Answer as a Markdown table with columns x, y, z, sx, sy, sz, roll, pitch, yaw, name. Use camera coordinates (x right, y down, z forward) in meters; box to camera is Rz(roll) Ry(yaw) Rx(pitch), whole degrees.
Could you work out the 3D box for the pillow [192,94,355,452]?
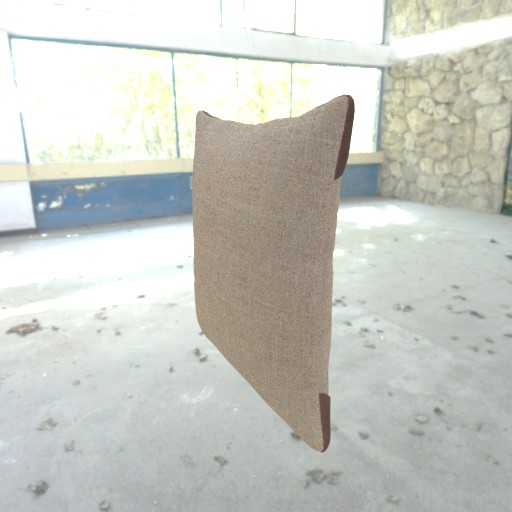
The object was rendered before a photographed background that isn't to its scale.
| x | y | z | sx | sy | sz | roll | pitch | yaw | name |
| --- | --- | --- | --- | --- | --- | --- | --- | --- | --- |
| 0.000 | 0.000 | 0.691 | 0.147 | 0.448 | 0.437 | -8 | 18 | -27 | pillow |
